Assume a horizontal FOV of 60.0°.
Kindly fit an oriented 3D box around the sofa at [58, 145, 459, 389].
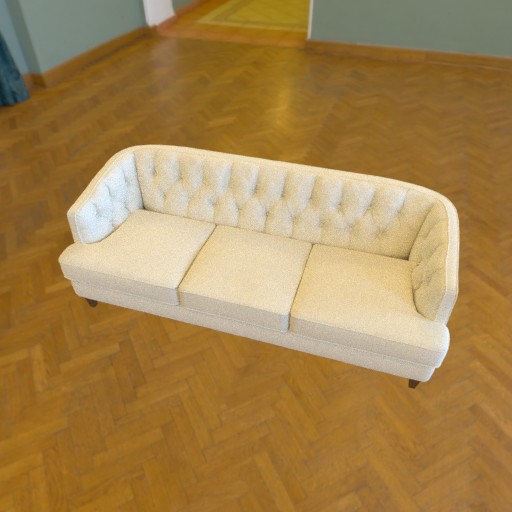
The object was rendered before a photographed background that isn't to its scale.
[{"bbox_3d":[0.000,0.000,2.773,2.278,0.855,0.941,12,42,13],"label":"sofa"}]
